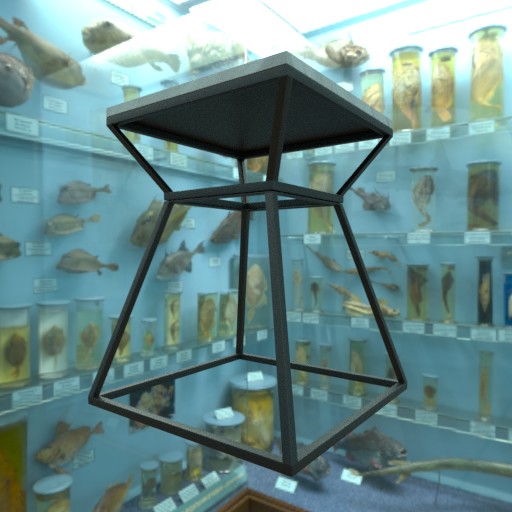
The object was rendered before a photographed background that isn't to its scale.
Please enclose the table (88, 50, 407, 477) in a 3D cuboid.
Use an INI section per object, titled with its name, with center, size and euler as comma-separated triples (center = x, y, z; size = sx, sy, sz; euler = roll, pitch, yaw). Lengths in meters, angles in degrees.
[table]
center = 0.000, 0.000, 0.880
size = 0.455, 0.559, 0.455
euler = 1, 1, 37
